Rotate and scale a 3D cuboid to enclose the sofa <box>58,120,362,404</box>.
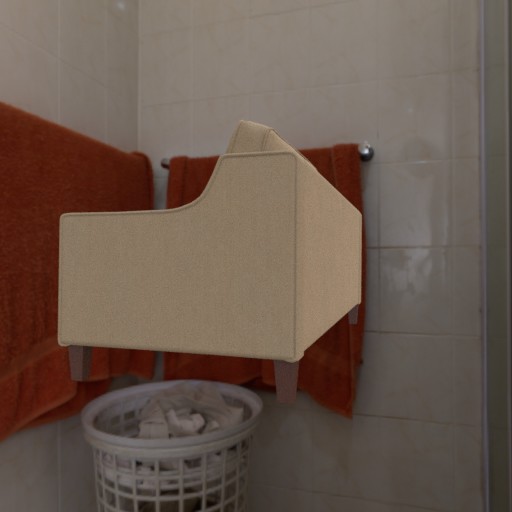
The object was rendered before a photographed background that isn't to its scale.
[{"bbox_3d":[0.000,0.000,2.731,1.066,1.071,2.178,0,0,19],"label":"sofa"}]
